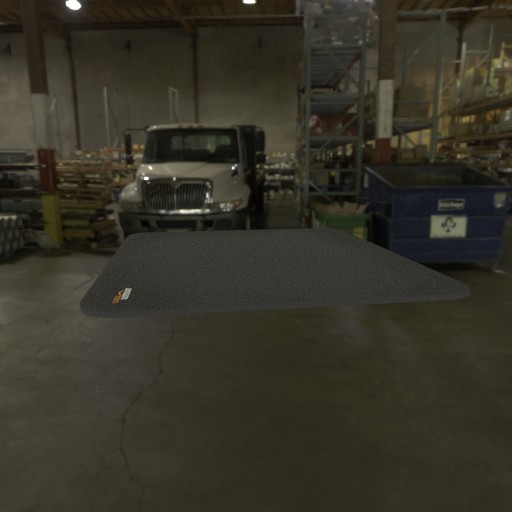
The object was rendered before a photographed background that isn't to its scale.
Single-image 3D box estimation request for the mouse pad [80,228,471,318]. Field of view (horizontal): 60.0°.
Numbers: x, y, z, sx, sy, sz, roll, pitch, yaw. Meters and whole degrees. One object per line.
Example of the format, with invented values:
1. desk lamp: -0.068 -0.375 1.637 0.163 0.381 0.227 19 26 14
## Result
1. mouse pad: 0.000 0.000 0.322 0.203 0.003 0.229 -2 12 -9
